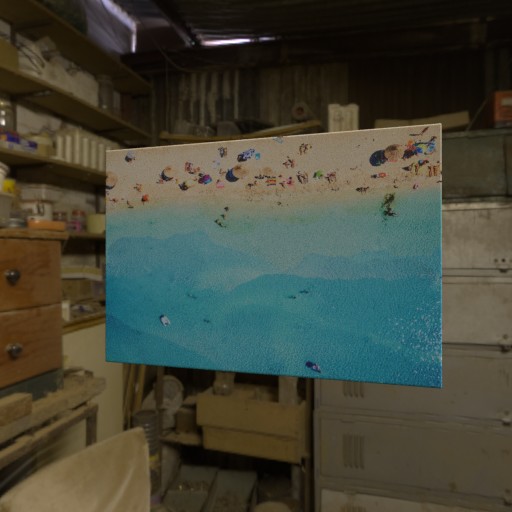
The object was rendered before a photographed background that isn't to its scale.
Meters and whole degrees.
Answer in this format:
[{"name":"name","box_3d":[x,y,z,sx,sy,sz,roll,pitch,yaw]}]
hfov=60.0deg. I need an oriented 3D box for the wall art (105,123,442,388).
[{"name":"wall art","box_3d":[0.000,0.000,1.468,1.136,0.769,0.040,0,0,17]}]
